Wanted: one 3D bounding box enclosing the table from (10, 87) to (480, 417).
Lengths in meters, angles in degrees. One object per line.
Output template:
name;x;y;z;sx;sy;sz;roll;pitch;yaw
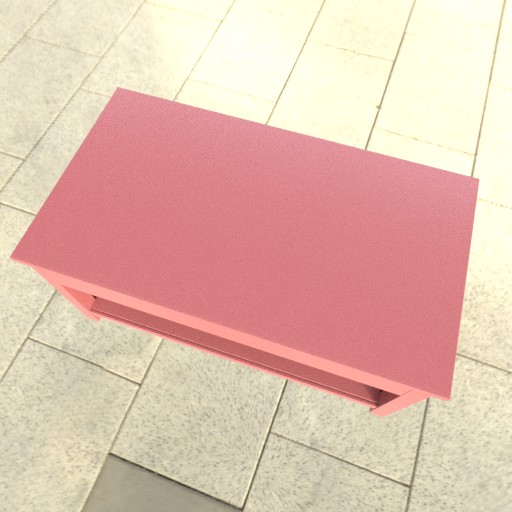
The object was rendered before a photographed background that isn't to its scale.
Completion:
table;0.000;0.000;1.359;1.068;0.493;0.612;17;65;8
